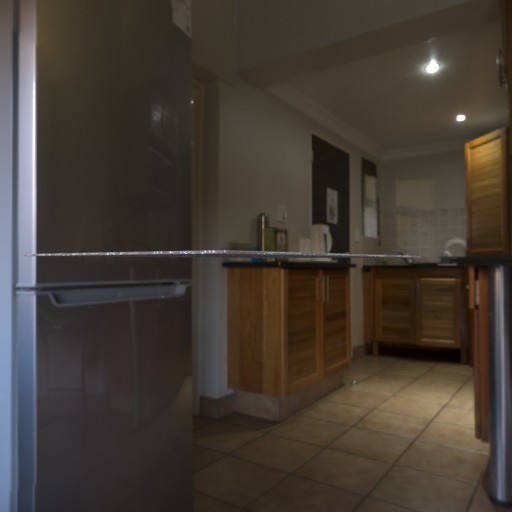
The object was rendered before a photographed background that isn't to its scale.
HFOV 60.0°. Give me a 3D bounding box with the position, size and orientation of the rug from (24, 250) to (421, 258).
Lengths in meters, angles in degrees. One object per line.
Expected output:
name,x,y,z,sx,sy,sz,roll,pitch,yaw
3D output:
rug,0.000,0.000,3.099,1.541,0.012,2.457,0,-1,37
